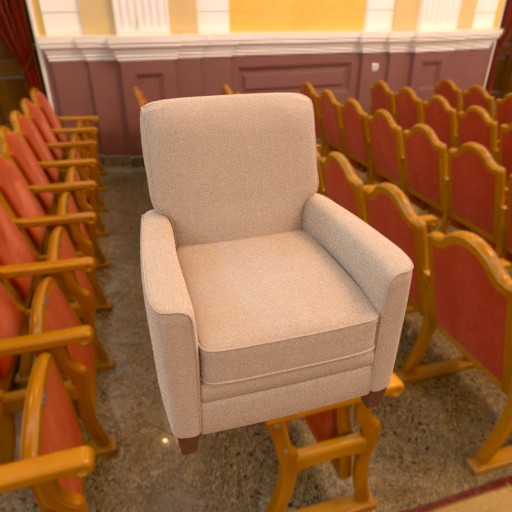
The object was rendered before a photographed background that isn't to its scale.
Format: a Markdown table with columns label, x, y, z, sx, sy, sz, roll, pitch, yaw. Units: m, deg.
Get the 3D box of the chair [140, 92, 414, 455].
| label | x | y | z | sx | sy | sz | roll | pitch | yaw |
| --- | --- | --- | --- | --- | --- | --- | --- | --- | --- |
| chair | 0.000 | 0.000 | 1.648 | 0.841 | 1.023 | 0.858 | -9 | 31 | -15 |
